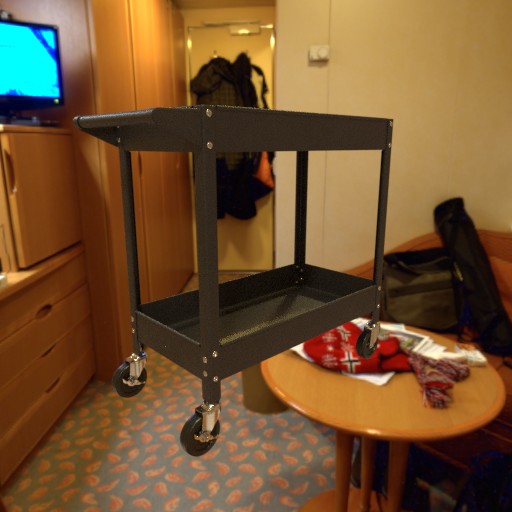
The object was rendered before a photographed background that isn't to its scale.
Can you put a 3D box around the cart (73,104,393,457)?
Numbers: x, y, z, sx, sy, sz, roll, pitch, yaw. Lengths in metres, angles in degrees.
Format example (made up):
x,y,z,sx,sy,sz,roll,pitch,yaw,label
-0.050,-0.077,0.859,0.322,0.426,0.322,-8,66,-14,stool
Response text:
x,y,z,sx,sy,sz,roll,pitch,yaw,label
0.000,0.000,1.188,0.779,0.719,0.366,-13,19,-42,cart
